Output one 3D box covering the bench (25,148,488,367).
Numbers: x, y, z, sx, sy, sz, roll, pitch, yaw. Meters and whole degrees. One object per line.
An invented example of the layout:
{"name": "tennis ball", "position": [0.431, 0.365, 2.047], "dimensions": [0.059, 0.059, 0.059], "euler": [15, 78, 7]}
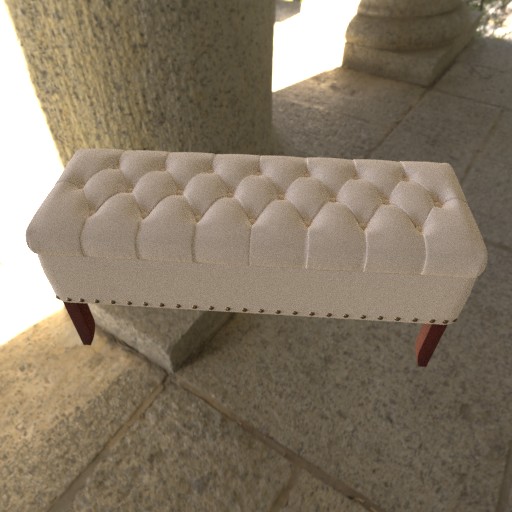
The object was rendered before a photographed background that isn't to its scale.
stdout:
{"name": "bench", "position": [0.000, 0.000, 1.264], "dimensions": [1.054, 0.470, 0.400], "euler": [3, 45, 3]}
